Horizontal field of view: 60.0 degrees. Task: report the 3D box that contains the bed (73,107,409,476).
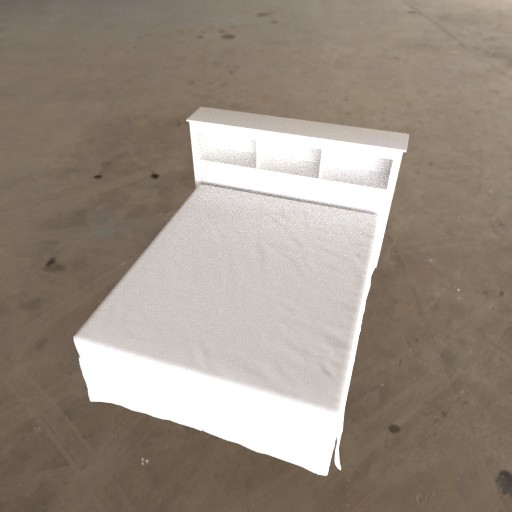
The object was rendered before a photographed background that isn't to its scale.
[{"bbox_3d":[0.000,0.000,3.042,1.671,1.092,2.133,12,41,14],"label":"bed"}]
